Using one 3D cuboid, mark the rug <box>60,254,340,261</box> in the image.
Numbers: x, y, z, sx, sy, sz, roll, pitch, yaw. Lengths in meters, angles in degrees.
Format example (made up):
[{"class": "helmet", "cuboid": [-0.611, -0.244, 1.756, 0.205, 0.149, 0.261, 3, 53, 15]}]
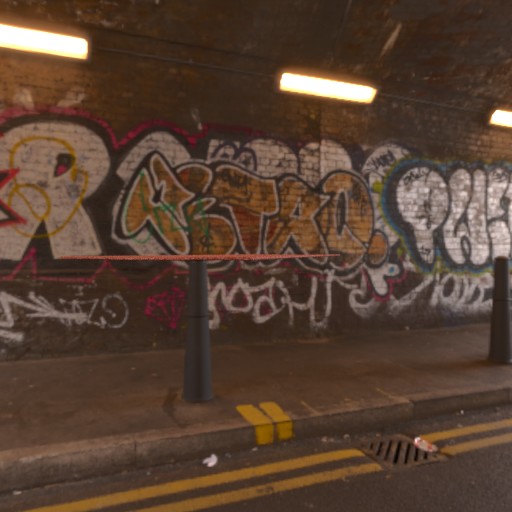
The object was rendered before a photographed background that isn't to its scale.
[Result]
[{"class": "rug", "cuboid": [0.000, 0.000, 2.494, 0.687, 0.012, 2.307, 0, 0, 17]}]
